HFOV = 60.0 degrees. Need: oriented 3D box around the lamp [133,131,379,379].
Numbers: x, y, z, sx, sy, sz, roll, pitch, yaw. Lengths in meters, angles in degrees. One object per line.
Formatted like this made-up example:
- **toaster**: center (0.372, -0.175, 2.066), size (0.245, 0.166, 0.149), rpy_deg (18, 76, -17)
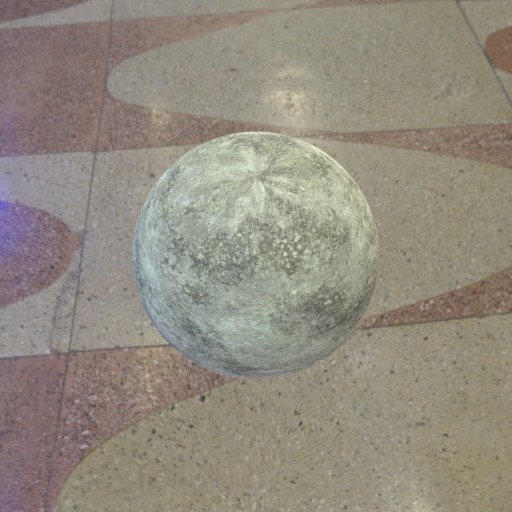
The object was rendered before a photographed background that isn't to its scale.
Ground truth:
- **lamp**: center (0.000, 0.000, 0.787), size (0.422, 0.429, 0.422), rpy_deg (0, 60, 0)
